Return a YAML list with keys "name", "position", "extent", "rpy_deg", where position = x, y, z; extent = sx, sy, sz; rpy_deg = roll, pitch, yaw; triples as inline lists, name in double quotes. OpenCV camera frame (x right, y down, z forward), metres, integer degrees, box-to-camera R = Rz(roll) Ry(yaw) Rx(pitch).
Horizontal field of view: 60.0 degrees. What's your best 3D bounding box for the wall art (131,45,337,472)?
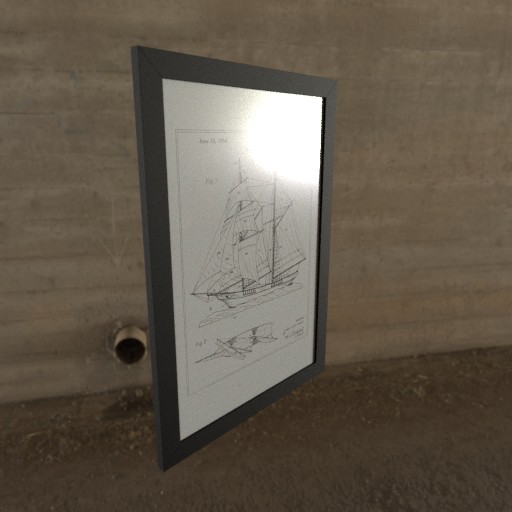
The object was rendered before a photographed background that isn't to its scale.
- name: "wall art"
  position: [0.000, 0.000, 0.579]
  extent: [0.011, 0.459, 0.326]
  rpy_deg: [13, 20, 42]
